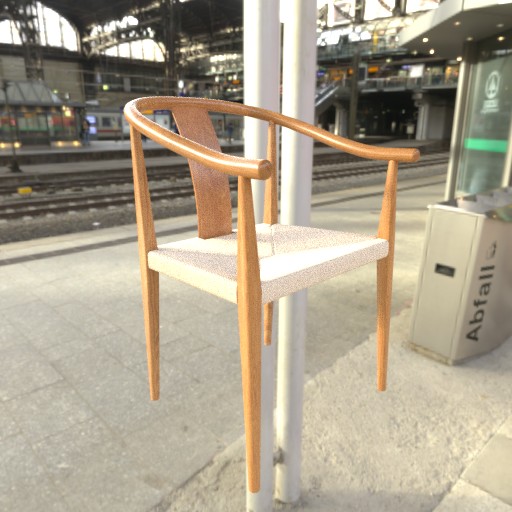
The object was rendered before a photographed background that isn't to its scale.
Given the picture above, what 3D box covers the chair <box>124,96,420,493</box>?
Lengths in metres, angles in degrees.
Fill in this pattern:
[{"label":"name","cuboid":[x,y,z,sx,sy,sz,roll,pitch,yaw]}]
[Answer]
[{"label":"chair","cuboid":[0.000,0.000,1.151,0.579,0.800,0.556,16,22,43]}]
